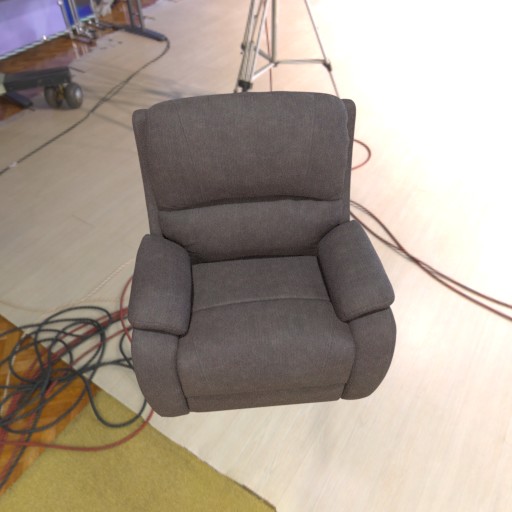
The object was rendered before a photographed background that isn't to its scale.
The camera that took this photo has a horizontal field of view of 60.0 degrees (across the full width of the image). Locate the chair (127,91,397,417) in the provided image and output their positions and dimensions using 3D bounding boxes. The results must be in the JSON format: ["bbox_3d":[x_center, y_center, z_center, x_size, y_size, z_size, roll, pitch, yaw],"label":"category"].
[{"bbox_3d":[0.000,0.000,1.730,0.930,1.011,0.899,-4,47,-4],"label":"chair"}]
